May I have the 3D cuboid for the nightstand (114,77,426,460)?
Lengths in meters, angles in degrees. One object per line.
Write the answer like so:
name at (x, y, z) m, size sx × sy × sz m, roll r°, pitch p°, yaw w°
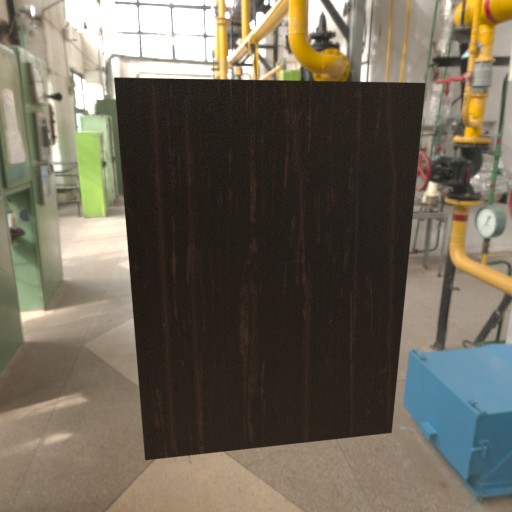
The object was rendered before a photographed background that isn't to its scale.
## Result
nightstand at (0.000, 0.000, 0.803) m, size 0.400 × 0.559 × 0.356 m, roll -3°, pitch 16°, yaw -9°
